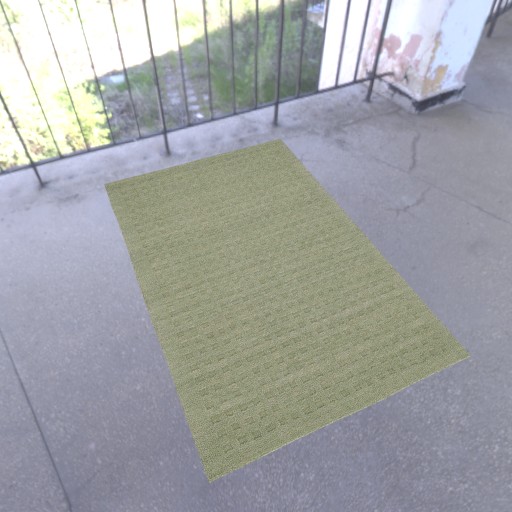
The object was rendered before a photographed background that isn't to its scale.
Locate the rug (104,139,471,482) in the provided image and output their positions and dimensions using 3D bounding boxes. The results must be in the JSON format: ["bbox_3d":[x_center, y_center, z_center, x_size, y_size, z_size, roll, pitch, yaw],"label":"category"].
[{"bbox_3d":[0.000,0.000,2.187,1.143,0.006,1.747,-19,50,-16],"label":"rug"}]
